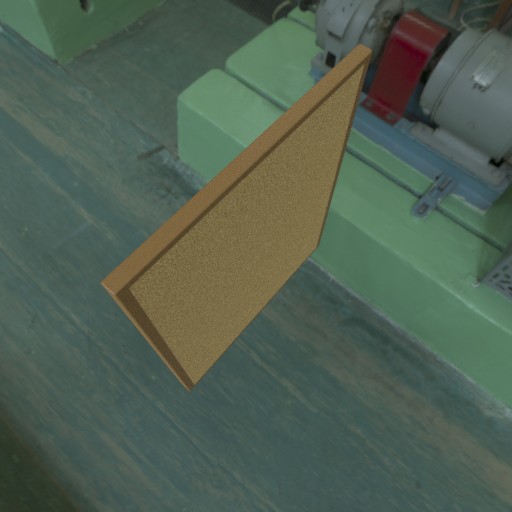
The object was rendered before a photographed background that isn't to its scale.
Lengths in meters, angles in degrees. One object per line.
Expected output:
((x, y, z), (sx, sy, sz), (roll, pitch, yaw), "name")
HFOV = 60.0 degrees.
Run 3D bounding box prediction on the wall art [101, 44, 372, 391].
((0.000, 0.000, 0.753), (0.021, 0.550, 0.449), (37, 69, 17), "wall art")
